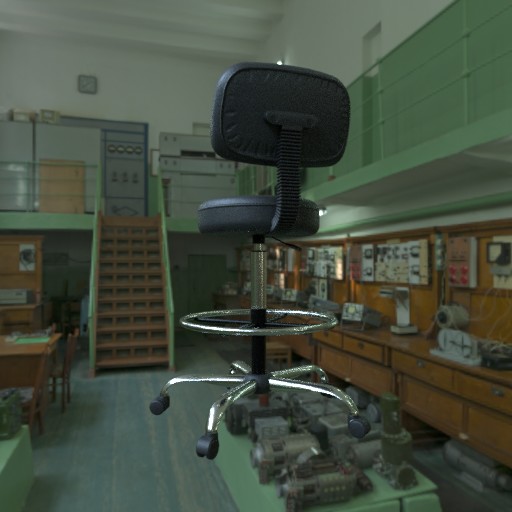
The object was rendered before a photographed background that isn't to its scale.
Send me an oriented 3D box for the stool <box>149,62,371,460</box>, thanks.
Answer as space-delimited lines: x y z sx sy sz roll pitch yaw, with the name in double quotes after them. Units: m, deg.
0.000 0.000 1.521 0.694 1.069 0.658 0 -1 -18 "stool"
